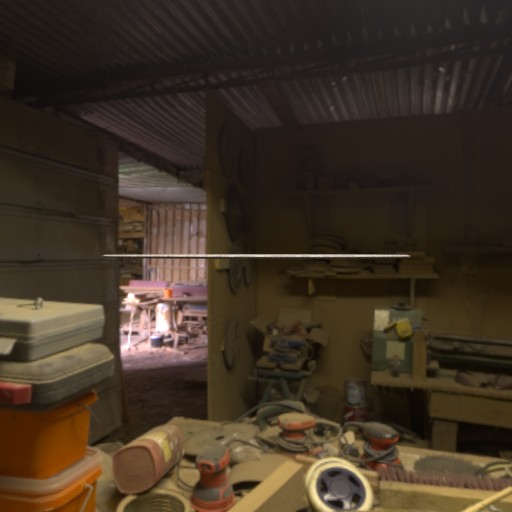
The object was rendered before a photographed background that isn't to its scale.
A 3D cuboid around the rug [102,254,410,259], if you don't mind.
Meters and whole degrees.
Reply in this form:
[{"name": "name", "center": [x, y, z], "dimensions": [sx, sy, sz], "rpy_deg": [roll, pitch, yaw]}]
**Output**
[{"name": "rug", "center": [0.000, 0.000, 2.420], "dimensions": [1.593, 0.012, 1.593], "rpy_deg": [0, 0, 0]}]
